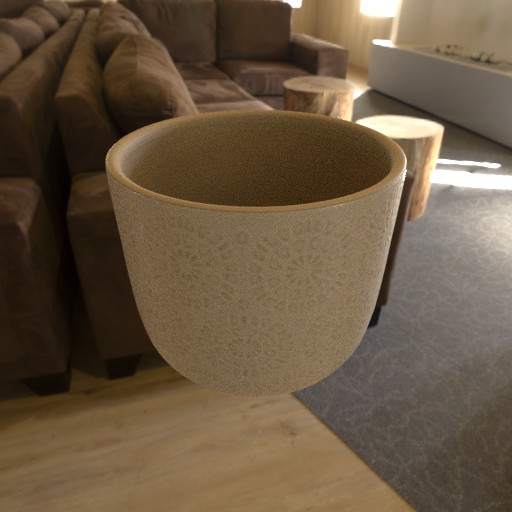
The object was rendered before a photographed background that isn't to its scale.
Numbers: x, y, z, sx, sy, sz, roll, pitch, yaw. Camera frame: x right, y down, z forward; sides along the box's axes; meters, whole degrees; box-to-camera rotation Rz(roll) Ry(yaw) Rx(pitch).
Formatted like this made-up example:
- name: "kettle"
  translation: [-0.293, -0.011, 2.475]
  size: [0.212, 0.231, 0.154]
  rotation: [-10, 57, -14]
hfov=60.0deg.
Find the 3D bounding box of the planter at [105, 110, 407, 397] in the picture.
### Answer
- name: "planter"
  translation: [0.000, 0.000, 0.299]
  size: [0.170, 0.152, 0.170]
  rotation: [0, 32, 0]
